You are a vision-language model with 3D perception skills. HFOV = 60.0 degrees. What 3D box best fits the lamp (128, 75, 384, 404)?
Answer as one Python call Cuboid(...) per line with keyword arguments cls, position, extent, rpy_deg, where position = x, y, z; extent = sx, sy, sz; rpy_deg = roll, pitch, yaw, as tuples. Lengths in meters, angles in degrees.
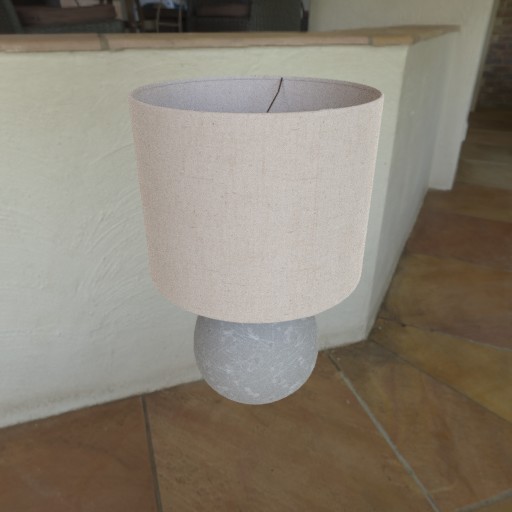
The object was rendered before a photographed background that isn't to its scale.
Cuboid(cls="lamp", position=(0.000, 0.000, 0.576), extent=(0.269, 0.409, 0.269), rpy_deg=(-7, 29, -14))
